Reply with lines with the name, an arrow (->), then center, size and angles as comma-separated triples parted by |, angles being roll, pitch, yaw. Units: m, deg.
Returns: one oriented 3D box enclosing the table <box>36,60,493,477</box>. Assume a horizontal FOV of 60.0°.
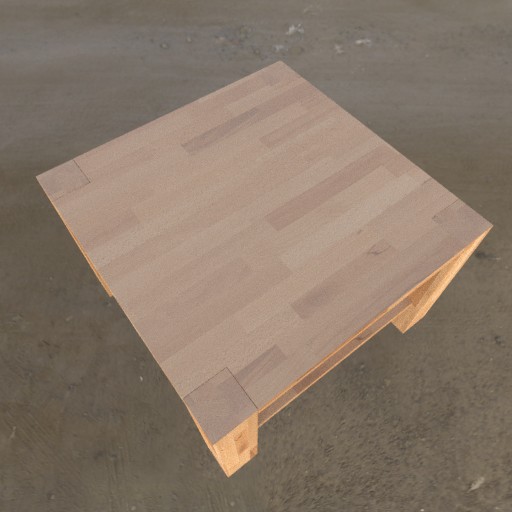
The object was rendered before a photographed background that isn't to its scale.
table -> 0.000, 0.000, 1.141 | 0.700, 0.451, 0.700 | -33, 63, -19
